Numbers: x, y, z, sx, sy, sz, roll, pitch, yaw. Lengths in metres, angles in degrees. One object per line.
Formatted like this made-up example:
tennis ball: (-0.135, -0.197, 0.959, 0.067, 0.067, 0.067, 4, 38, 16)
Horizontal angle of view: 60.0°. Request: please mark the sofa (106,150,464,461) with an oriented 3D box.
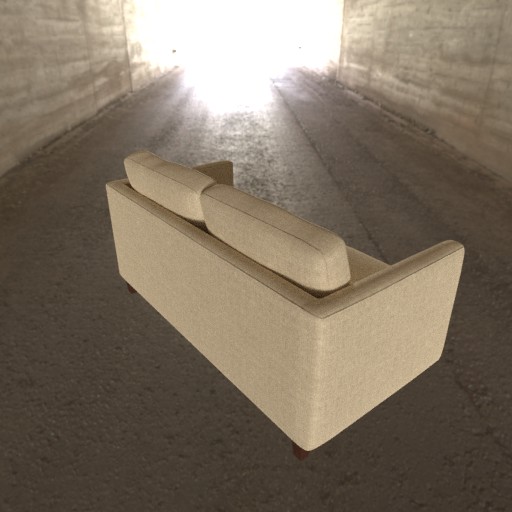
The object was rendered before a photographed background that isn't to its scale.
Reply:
sofa: (0.000, 0.000, 2.460, 0.950, 0.963, 1.884, -19, 33, -33)
